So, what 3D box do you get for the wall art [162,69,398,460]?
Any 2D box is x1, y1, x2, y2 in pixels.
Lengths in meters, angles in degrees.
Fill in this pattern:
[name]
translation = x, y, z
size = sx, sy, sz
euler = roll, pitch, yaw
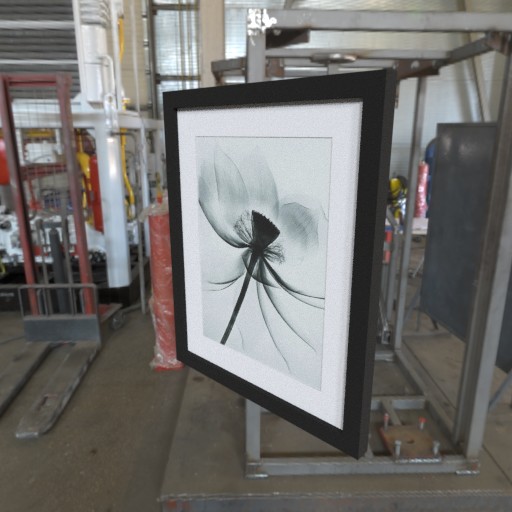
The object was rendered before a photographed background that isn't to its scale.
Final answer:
[wall art]
translation = 0.000, 0.000, 0.767
size = 0.457, 0.559, 0.029
euler = 14, 21, 41
